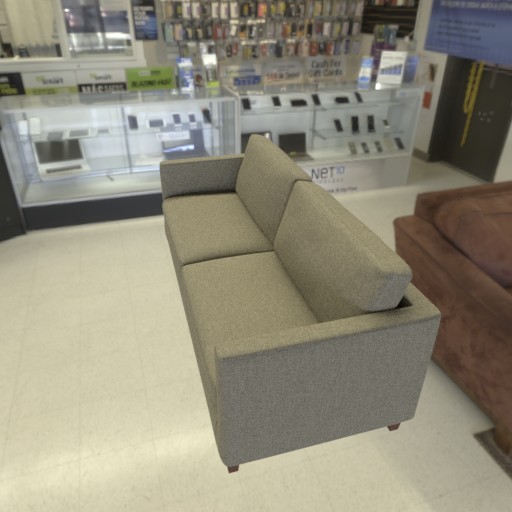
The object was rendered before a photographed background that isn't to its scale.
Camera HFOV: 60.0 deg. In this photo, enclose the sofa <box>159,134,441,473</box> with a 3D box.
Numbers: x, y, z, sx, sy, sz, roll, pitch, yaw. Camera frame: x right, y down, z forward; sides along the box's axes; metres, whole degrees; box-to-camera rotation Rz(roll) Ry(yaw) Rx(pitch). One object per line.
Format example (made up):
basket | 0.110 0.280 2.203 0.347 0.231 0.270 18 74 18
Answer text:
sofa | 0.000 0.000 2.693 0.956 0.960 2.208 -8 32 -14
